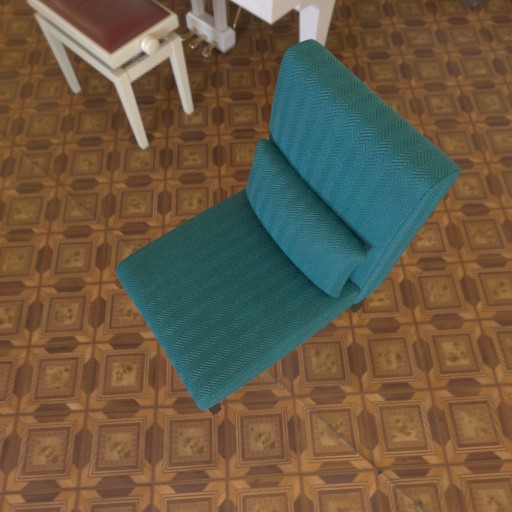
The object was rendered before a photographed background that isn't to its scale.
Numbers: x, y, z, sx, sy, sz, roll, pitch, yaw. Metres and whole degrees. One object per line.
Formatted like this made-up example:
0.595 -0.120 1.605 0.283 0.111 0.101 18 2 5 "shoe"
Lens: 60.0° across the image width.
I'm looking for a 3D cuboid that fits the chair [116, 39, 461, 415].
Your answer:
0.000 0.000 1.430 0.808 0.927 0.579 -32 68 -15 "chair"
